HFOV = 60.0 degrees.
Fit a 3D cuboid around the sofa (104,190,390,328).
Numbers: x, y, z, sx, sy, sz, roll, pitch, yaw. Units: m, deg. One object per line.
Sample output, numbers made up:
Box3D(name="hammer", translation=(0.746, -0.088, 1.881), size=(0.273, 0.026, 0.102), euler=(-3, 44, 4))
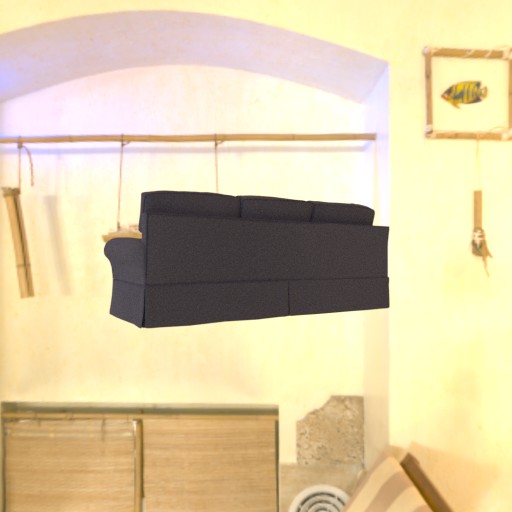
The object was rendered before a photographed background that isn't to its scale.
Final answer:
Box3D(name="sofa", translation=(0.000, 0.000, 5.247), size=(2.874, 1.169, 3.773), euler=(0, 0, 0))
